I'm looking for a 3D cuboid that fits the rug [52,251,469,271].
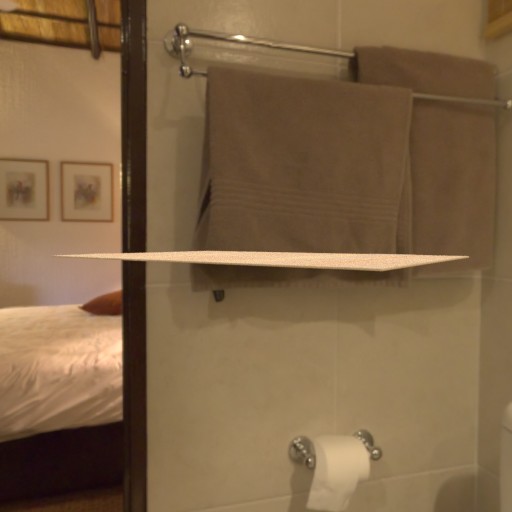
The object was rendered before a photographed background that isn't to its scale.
[{"bbox_3d":[0.000,0.000,2.333,1.825,0.015,1.232,2,3,36],"label":"rug"}]
